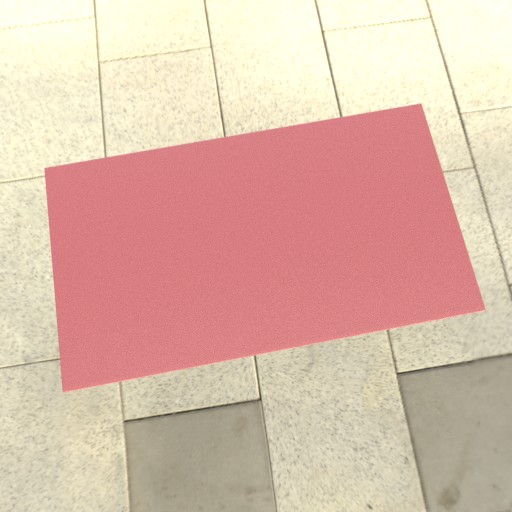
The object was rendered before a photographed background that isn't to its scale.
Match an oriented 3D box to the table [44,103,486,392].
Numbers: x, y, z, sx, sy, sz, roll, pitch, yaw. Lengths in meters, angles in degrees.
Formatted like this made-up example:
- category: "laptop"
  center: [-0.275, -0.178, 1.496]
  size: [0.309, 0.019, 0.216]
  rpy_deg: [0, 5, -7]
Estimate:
- category: "table"
  center: [0.000, 0.000, 1.407]
  size: [1.068, 0.493, 0.612]
  rpy_deg: [-10, 77, -3]
